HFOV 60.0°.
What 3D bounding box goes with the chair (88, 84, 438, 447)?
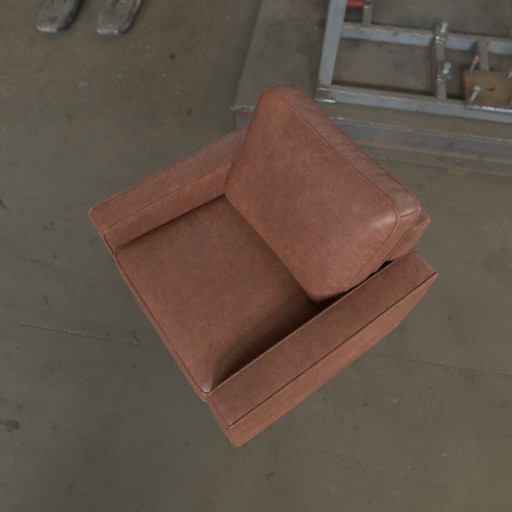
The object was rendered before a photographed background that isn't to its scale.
[{"bbox_3d":[0.000,0.000,1.744,0.940,0.919,1.017,-32,66,-16],"label":"chair"}]
